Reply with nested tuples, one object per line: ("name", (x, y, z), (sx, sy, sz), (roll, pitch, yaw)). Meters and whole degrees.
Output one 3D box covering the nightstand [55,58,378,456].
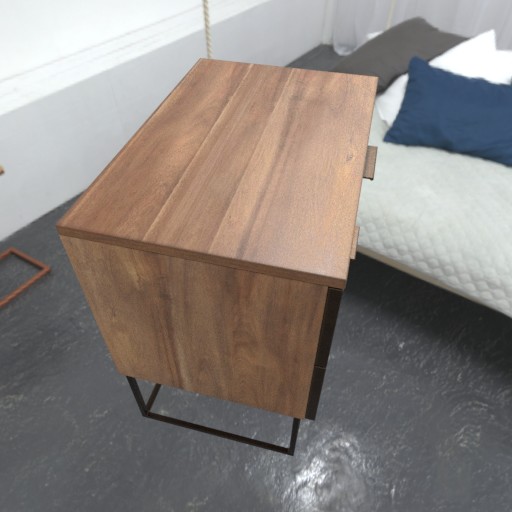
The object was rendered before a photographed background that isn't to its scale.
("nightstand", (0.000, 0.000, 1.007), (0.427, 0.611, 0.605), (11, 47, 10))
